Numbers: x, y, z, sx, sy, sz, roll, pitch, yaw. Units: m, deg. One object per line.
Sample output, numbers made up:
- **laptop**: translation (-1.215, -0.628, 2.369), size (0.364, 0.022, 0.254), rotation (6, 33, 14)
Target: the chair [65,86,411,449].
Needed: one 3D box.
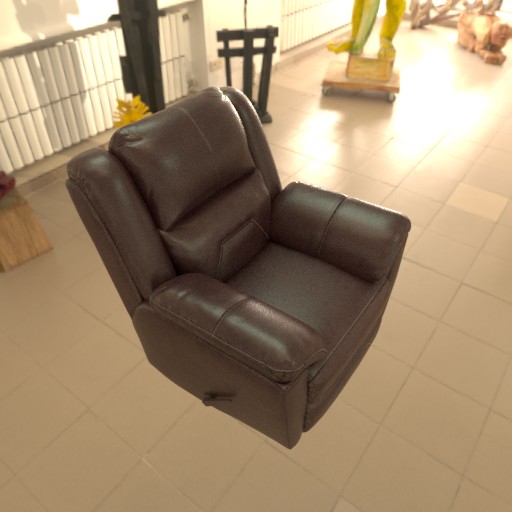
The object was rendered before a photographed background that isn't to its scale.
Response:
- **chair**: translation (0.000, 0.000, 1.862), size (1.041, 1.093, 0.990), rotation (26, 48, 27)
